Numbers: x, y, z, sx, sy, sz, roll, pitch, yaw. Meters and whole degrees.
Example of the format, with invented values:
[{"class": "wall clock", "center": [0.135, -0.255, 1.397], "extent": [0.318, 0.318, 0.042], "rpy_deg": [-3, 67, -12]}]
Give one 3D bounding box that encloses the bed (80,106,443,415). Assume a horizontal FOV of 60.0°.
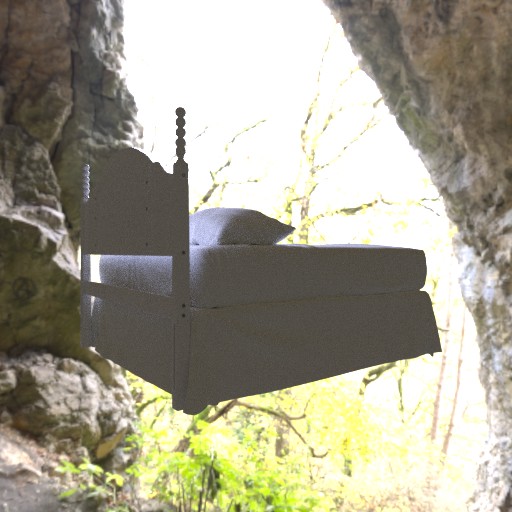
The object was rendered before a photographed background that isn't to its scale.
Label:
[{"class": "bed", "center": [0.000, 0.000, 3.210], "extent": [2.040, 1.356, 1.873], "rpy_deg": [0, 1, -35]}]
